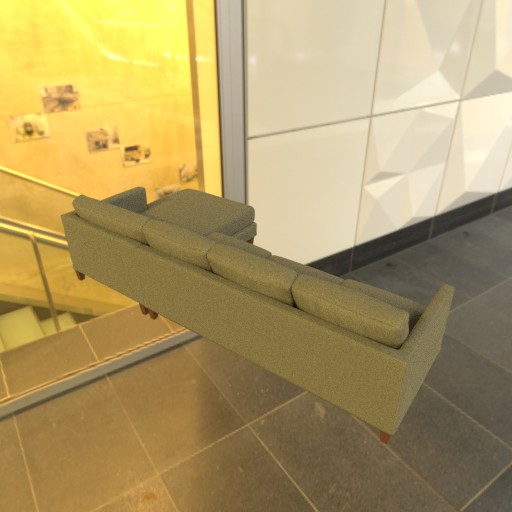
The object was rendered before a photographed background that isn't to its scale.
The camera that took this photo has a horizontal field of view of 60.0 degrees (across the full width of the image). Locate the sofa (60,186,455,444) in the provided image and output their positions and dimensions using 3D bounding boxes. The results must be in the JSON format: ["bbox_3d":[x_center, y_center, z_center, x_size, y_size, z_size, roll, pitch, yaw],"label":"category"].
[{"bbox_3d":[0.000,0.000,3.826,3.186,0.861,1.625,20,36,31],"label":"sofa"}]
